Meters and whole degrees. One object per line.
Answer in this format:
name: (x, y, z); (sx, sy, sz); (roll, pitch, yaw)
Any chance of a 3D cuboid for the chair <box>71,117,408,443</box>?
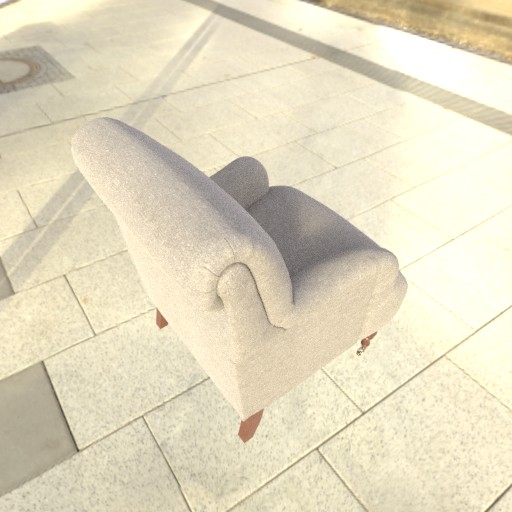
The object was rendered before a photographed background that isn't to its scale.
chair: (0.000, 0.000, 1.522); (0.843, 0.942, 0.766); (-27, 49, -26)
